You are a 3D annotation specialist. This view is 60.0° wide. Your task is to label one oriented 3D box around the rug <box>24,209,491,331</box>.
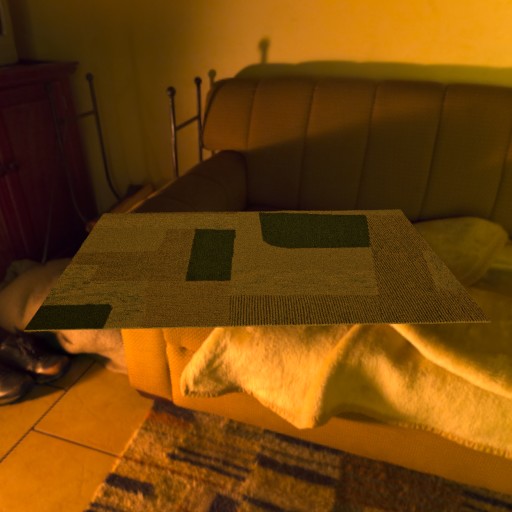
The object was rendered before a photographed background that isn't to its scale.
[{"bbox_3d":[0.000,0.000,2.970,2.436,0.015,1.521,-1,29,-2],"label":"rug"}]
